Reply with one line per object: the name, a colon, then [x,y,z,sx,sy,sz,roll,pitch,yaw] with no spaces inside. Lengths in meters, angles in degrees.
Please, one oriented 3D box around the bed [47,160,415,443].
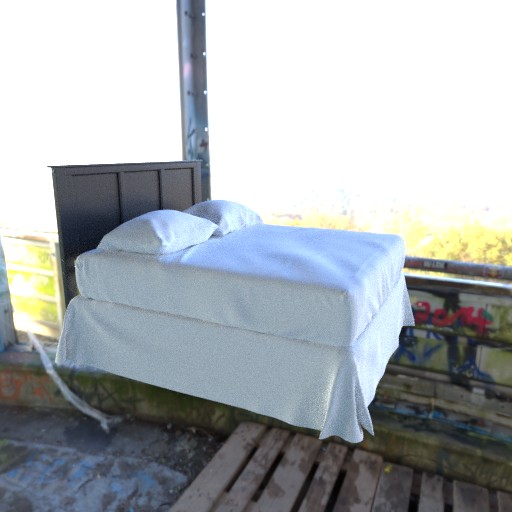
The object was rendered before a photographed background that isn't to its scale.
bed: [0.000,0.000,3.120,2.050,1.270,1.870,7,15,25]
